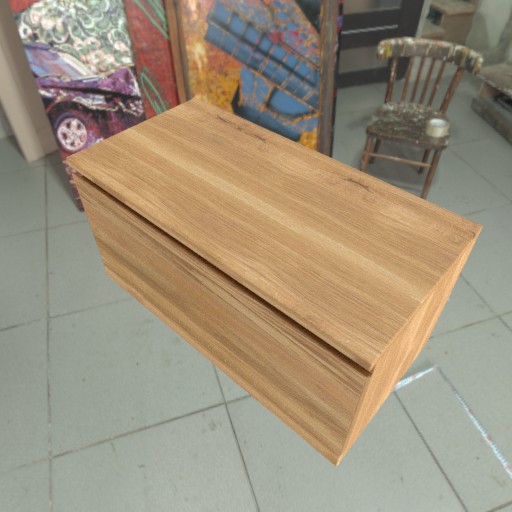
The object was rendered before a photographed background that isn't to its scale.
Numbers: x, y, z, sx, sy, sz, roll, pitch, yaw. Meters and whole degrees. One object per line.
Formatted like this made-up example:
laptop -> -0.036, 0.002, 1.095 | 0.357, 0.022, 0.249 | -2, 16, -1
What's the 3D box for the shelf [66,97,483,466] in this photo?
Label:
shelf -> 0.000, 0.000, 1.065 | 0.800, 0.400, 0.400 | 32, 53, 28
